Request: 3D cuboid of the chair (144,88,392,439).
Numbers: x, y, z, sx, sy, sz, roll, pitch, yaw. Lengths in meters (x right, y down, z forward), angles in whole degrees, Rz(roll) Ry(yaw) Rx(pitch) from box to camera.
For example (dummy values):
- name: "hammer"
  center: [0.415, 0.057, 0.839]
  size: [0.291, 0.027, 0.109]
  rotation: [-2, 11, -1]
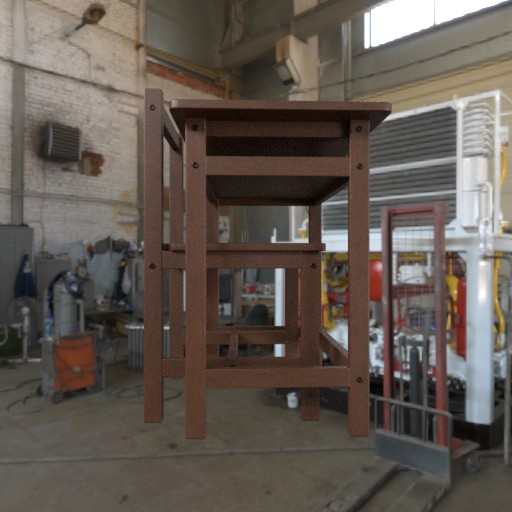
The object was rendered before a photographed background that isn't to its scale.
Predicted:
- name: "chair"
  center: [0.000, 0.000, 1.065]
  size: [0.463, 0.673, 0.599]
  rotation: [0, 0, -2]
